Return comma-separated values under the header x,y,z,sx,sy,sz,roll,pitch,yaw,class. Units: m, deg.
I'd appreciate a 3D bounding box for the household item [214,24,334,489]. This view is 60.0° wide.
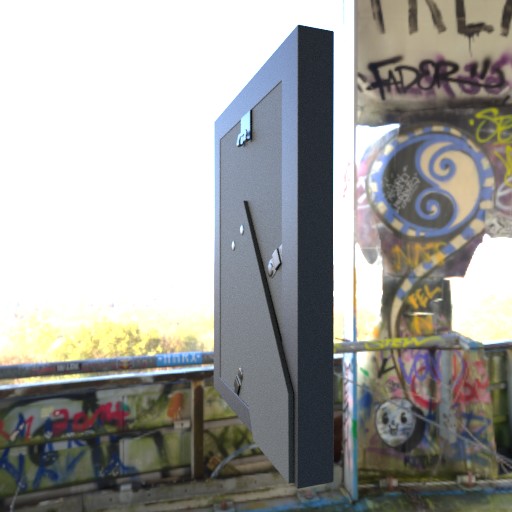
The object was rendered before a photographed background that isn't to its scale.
x,y,z,sx,sy,sz,roll,pitch,yaw,class
0.000,0.000,0.234,0.022,0.178,0.133,0,1,-19,household item
